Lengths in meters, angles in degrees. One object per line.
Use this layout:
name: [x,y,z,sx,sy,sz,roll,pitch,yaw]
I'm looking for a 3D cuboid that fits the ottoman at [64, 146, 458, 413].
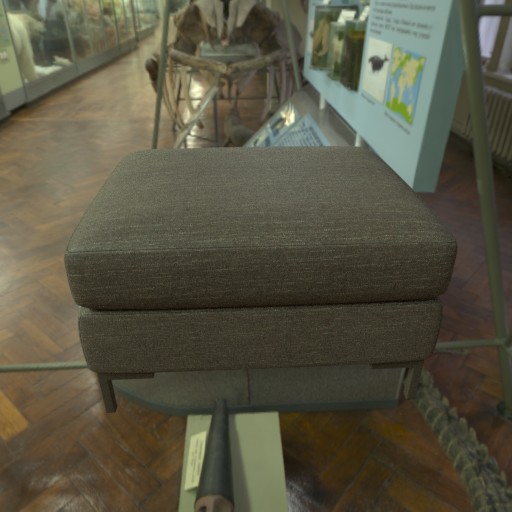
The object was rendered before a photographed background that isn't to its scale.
ottoman: [0.000,0.000,1.238,0.820,0.490,0.671,-2,30,-3]
